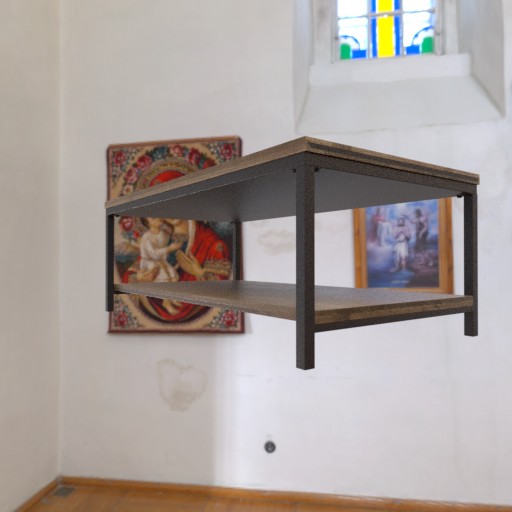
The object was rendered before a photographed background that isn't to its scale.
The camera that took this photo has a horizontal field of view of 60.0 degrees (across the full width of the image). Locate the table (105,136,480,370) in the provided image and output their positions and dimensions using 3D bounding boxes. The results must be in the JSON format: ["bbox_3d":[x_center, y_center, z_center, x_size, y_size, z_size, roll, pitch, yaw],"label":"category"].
[{"bbox_3d":[0.000,0.000,1.337,0.574,0.393,1.062,0,-1,-36],"label":"table"}]
